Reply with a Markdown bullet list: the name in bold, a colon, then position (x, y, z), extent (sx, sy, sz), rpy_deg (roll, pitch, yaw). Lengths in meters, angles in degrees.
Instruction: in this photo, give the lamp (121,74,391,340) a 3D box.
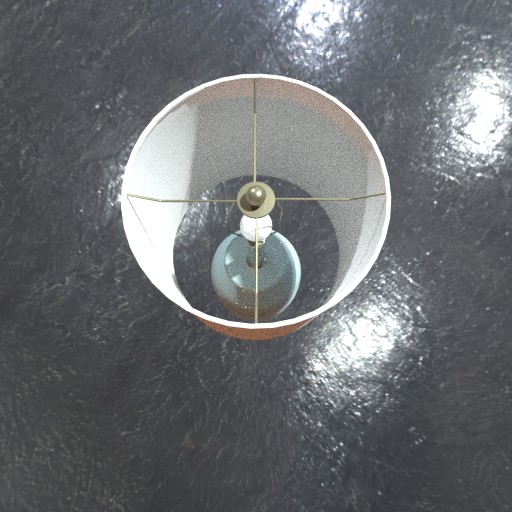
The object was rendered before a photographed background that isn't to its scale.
- **lamp**: position (0.000, 0.000, 1.110), extent (0.418, 0.871, 0.418), rpy_deg (37, 80, 8)
